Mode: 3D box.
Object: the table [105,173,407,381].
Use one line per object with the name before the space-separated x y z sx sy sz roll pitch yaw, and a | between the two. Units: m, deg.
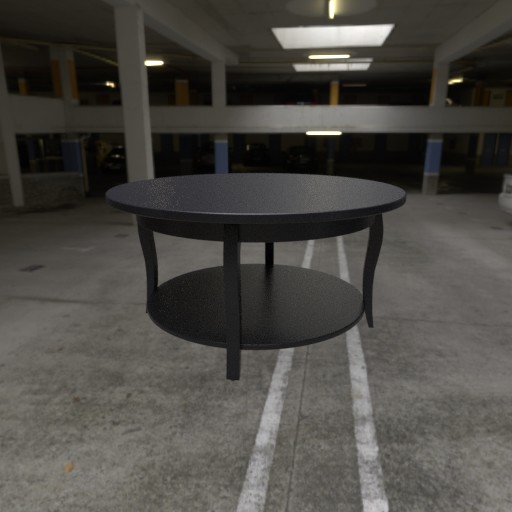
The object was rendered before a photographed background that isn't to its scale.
table | 0.000 0.000 1.477 0.914 0.457 0.914 0 16 0
